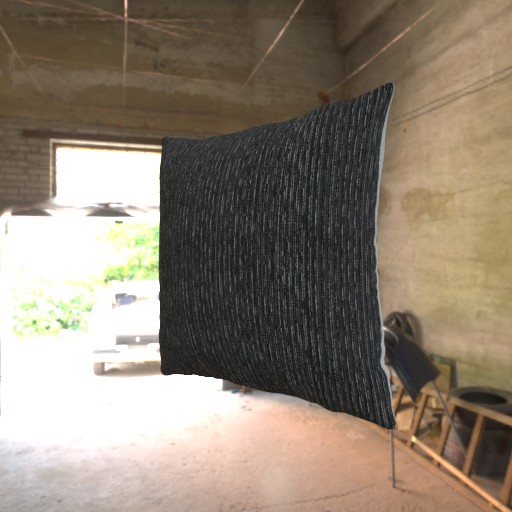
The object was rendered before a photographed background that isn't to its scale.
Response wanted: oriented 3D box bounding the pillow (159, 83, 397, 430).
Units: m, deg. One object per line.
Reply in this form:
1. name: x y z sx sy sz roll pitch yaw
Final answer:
1. pillow: 0.000 0.000 0.678 0.433 0.434 0.196 0 0 37
